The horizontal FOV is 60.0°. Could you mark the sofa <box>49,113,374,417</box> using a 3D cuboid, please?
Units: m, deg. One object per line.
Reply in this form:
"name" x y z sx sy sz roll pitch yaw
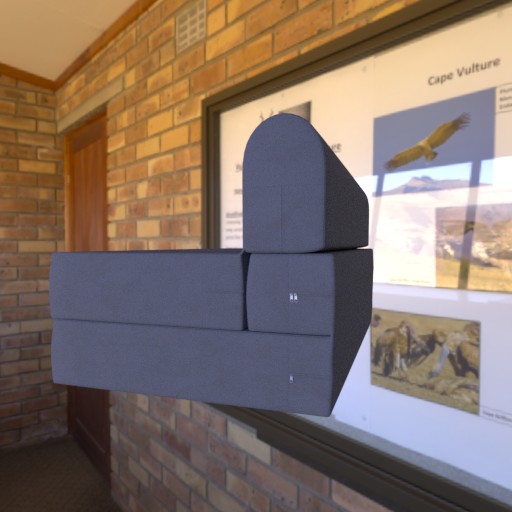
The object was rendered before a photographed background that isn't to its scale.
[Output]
"sofa" 0.000 0.000 1.626 0.762 0.660 1.219 1 2 19
